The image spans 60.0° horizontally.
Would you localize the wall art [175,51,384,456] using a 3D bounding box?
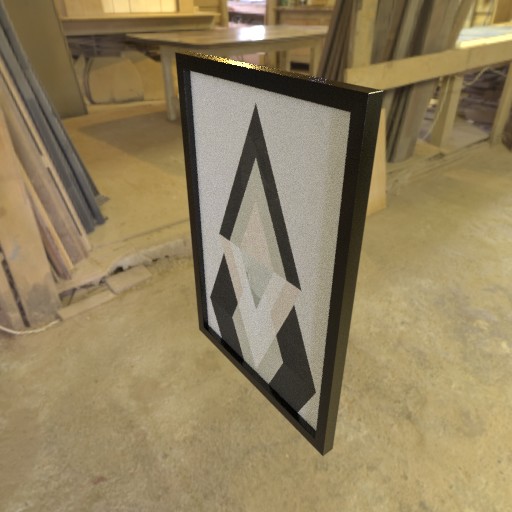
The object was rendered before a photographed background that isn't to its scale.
[{"bbox_3d":[0.000,0.000,0.574,0.019,0.455,0.314,-21,37,-31],"label":"wall art"}]
